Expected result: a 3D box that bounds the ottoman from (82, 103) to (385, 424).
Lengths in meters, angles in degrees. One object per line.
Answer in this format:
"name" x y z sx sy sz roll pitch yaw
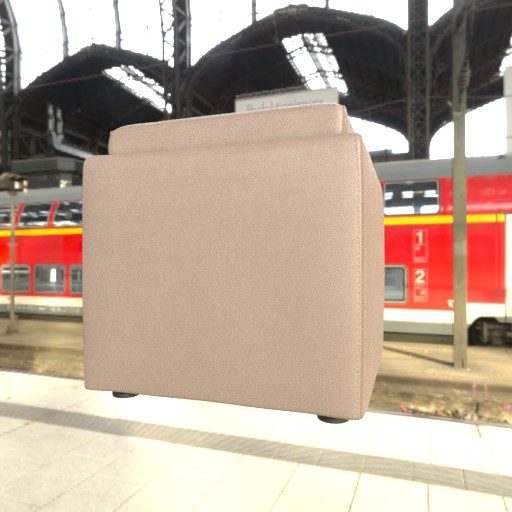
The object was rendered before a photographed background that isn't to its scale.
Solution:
"ottoman" 0.000 0.000 0.837 0.451 0.460 0.450 0 -1 19
